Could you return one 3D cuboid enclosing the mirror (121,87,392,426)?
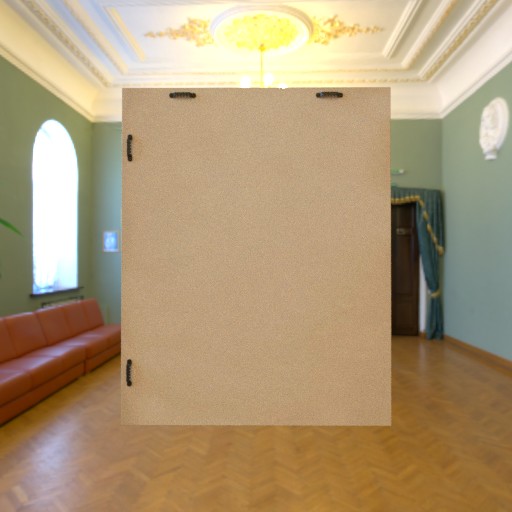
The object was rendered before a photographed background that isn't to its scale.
[{"bbox_3d":[0.000,0.000,0.682,0.406,0.509,0.041,0,-1,0],"label":"mirror"}]
